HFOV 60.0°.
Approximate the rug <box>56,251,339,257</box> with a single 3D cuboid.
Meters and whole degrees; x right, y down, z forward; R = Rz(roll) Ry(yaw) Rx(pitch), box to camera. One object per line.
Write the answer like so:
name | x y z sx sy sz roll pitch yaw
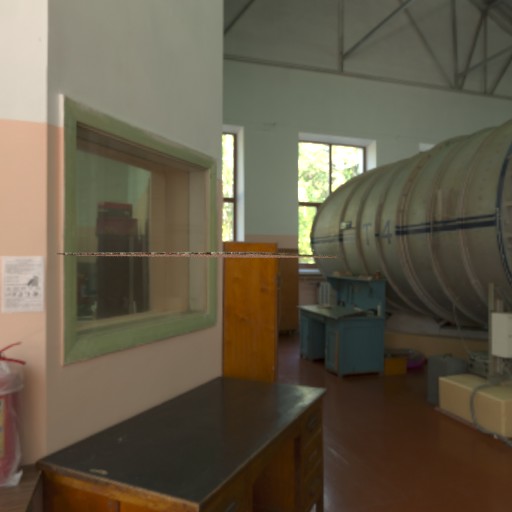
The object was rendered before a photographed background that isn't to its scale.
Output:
rug | 0.000 0.000 2.799 0.762 0.011 2.664 0 0 17
